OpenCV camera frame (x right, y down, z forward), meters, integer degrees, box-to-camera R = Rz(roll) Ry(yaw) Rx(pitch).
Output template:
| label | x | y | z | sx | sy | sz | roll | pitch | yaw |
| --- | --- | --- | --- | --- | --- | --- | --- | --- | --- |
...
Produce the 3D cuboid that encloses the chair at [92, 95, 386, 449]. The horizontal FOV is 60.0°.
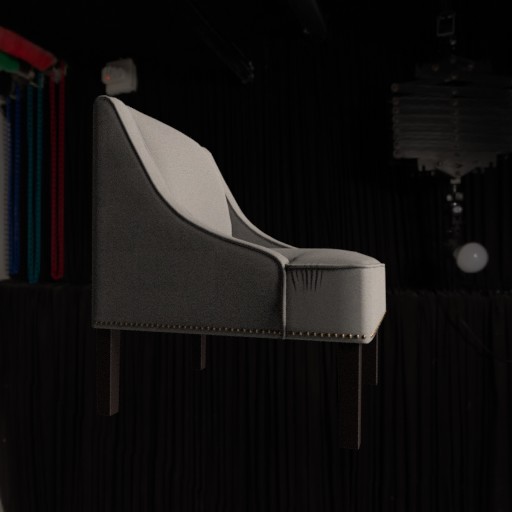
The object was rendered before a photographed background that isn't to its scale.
| label | x | y | z | sx | sy | sz | roll | pitch | yaw |
| --- | --- | --- | --- | --- | --- | --- | --- | --- | --- |
| chair | 0.000 | 0.000 | 1.369 | 0.747 | 0.867 | 0.631 | 0 | -1 | 19 |
